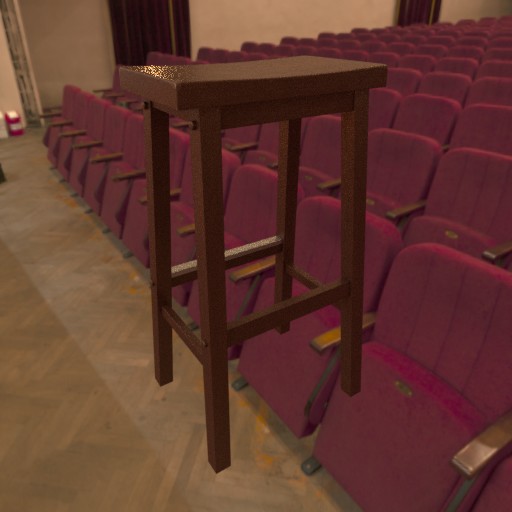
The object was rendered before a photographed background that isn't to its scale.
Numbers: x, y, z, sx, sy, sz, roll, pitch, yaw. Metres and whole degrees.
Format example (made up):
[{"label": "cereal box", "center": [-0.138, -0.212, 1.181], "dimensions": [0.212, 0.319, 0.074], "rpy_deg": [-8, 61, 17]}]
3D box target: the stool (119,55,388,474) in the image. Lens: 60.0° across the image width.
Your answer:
[{"label": "stool", "center": [0.000, 0.000, 0.935], "dimensions": [0.406, 0.742, 0.322], "rpy_deg": [-18, 33, -29]}]
